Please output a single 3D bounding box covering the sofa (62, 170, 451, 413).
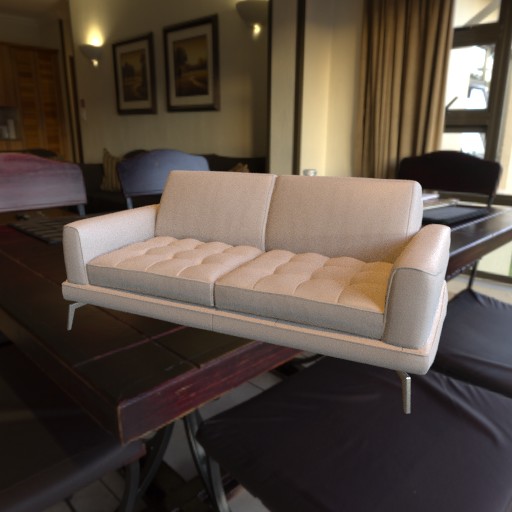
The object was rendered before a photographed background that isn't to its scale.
[{"bbox_3d":[0.000,0.000,2.698,2.177,0.930,1.121,7,17,25],"label":"sofa"}]
